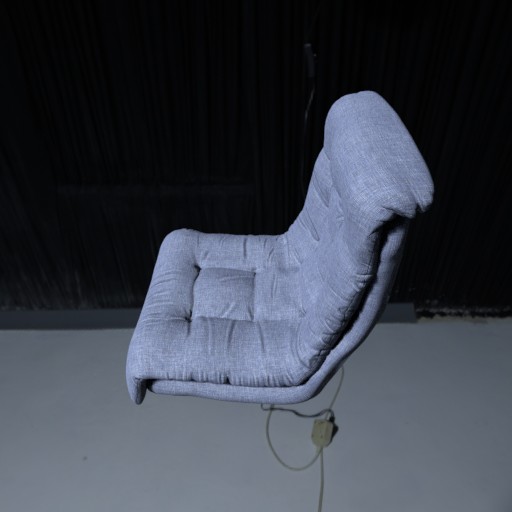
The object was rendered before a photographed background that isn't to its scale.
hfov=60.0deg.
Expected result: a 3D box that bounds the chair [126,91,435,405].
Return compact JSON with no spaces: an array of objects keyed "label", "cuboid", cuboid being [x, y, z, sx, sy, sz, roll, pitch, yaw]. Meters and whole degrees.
[{"label":"chair","cuboid":[0.000,0.000,1.195,0.668,0.749,0.597,1,39,1]}]
